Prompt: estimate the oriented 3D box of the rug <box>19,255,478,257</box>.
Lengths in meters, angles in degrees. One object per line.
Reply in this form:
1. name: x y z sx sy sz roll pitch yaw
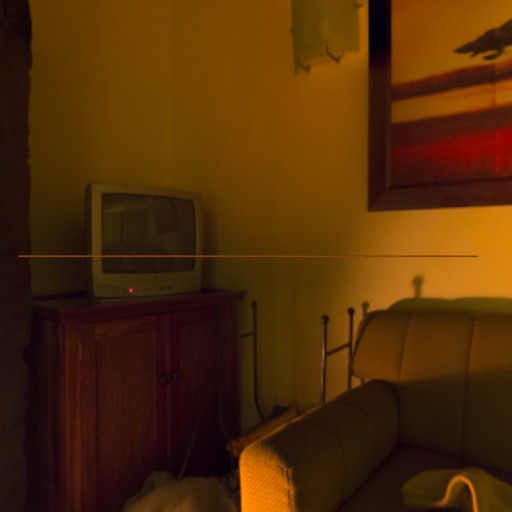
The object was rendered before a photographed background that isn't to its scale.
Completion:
1. rug: 0.000 0.000 2.954 2.438 0.008 1.523 0 0 17
